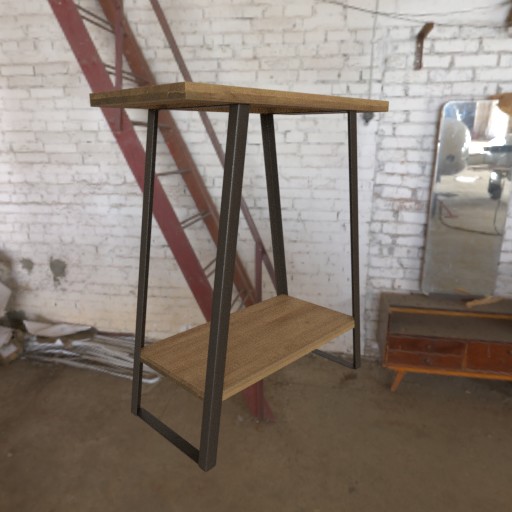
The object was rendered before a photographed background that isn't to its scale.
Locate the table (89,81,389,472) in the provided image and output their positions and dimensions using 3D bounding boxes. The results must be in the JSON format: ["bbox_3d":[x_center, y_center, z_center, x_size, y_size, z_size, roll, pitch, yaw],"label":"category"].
[{"bbox_3d":[0.000,0.000,1.039,0.300,0.701,0.599,15,21,42],"label":"table"}]
